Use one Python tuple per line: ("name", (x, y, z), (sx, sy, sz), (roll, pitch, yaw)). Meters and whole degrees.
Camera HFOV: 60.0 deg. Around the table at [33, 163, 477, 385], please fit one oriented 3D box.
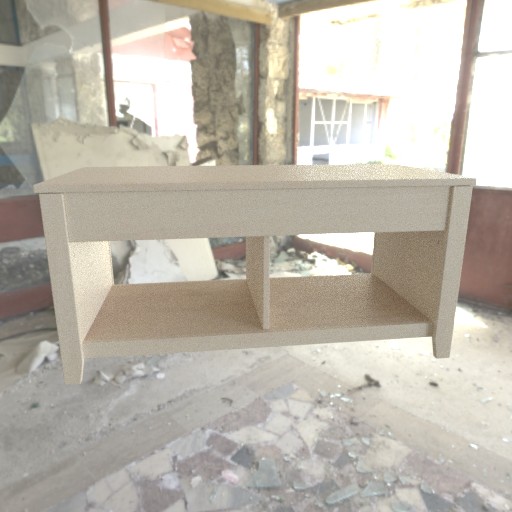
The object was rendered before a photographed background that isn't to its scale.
("table", (0.000, 0.000, 1.289), (1.016, 0.483, 0.457), (-2, 16, -7))
